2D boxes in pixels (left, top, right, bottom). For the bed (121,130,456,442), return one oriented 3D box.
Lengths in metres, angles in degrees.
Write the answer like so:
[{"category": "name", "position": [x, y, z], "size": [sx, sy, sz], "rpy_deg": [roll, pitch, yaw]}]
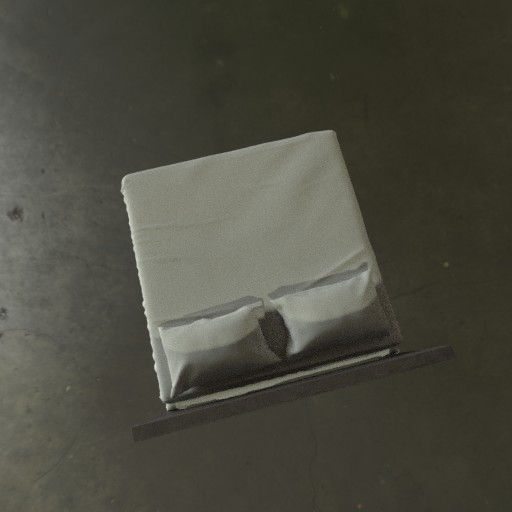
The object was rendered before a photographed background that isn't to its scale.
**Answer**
[{"category": "bed", "position": [0.000, 0.000, 2.902], "size": [1.772, 1.142, 1.785], "rpy_deg": [-13, 75, -4]}]
